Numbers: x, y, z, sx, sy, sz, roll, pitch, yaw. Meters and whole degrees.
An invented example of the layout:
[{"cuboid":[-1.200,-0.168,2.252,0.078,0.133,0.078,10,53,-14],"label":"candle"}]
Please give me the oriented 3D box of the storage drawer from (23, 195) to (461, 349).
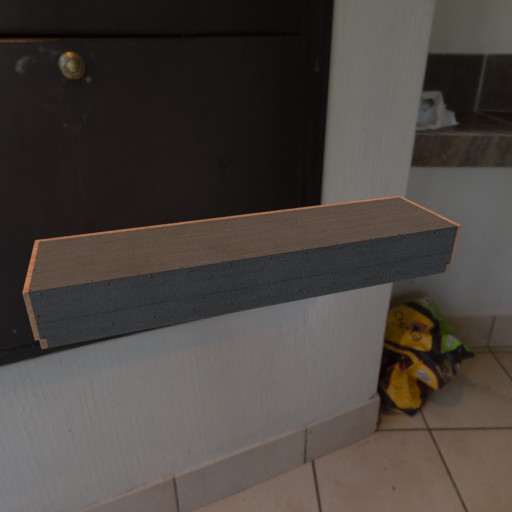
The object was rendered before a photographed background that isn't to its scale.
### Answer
[{"cuboid":[0.000,0.000,2.239,2.032,0.264,0.538,-9,27,-17],"label":"storage drawer"}]
